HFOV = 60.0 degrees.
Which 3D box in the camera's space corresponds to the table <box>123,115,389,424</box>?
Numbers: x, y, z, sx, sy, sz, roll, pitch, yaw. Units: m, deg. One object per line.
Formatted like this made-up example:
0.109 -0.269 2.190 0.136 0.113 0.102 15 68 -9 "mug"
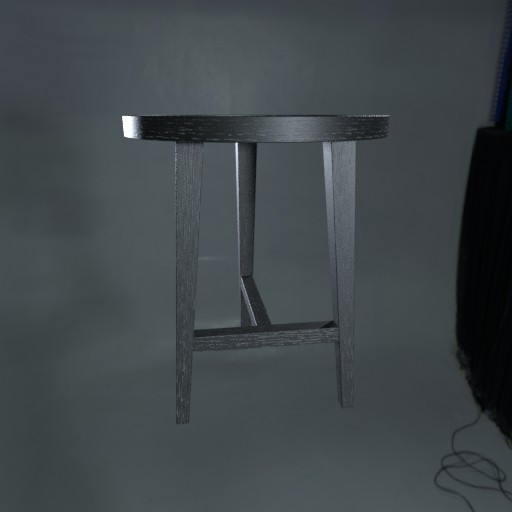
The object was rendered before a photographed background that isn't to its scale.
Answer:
0.000 0.000 0.760 0.399 0.460 0.399 0 18 0 "table"
